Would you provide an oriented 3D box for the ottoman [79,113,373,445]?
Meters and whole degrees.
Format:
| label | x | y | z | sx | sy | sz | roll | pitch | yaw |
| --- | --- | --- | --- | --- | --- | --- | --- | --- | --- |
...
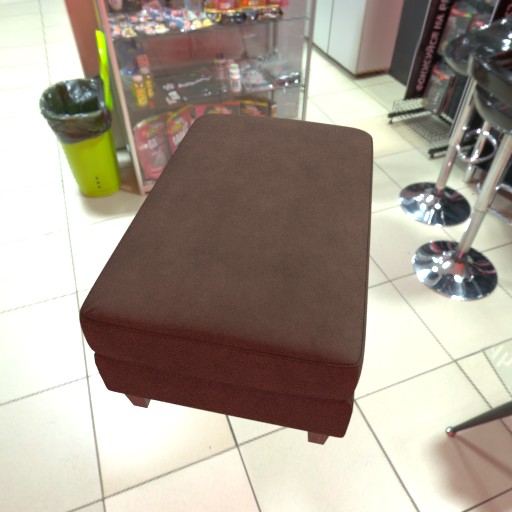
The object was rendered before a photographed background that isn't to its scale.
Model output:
| label | x | y | z | sx | sy | sz | roll | pitch | yaw |
| --- | --- | --- | --- | --- | --- | --- | --- | --- | --- |
| ottoman | 0.000 | 0.000 | 1.241 | 0.584 | 0.483 | 0.864 | 8 | 46 | 8 |
